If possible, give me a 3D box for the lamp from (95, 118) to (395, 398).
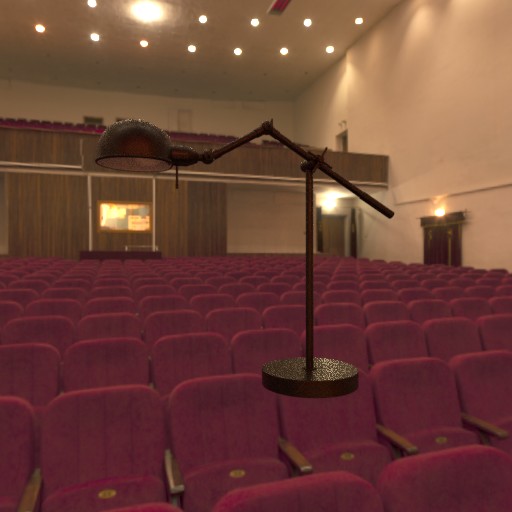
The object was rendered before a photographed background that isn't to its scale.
[{"bbox_3d":[0.000,0.000,0.830,0.567,0.495,0.185,0,-1,-18],"label":"lamp"}]
